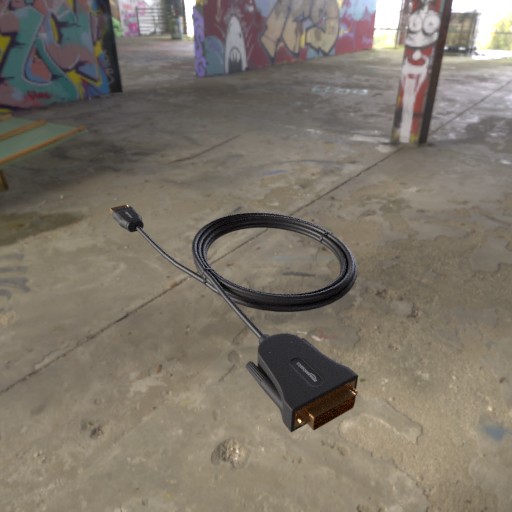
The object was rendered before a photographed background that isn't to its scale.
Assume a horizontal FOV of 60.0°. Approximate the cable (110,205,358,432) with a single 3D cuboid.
[{"bbox_3d":[0.000,0.000,0.328,0.136,0.015,0.281,-18,34,-28],"label":"cable"}]
